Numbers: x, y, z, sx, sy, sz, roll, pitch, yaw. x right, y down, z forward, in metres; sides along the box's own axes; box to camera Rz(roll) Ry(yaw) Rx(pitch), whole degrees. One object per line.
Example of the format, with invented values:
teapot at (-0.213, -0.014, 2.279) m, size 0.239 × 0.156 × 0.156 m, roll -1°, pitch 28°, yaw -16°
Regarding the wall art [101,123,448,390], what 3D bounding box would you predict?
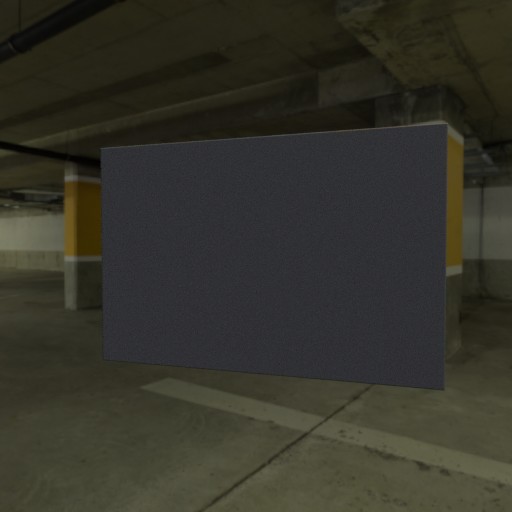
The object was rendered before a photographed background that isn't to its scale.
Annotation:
wall art at (0.000, 0.000, 1.149) m, size 0.908 × 0.604 × 0.037 m, roll 0°, pitch 2°, yaw 17°
